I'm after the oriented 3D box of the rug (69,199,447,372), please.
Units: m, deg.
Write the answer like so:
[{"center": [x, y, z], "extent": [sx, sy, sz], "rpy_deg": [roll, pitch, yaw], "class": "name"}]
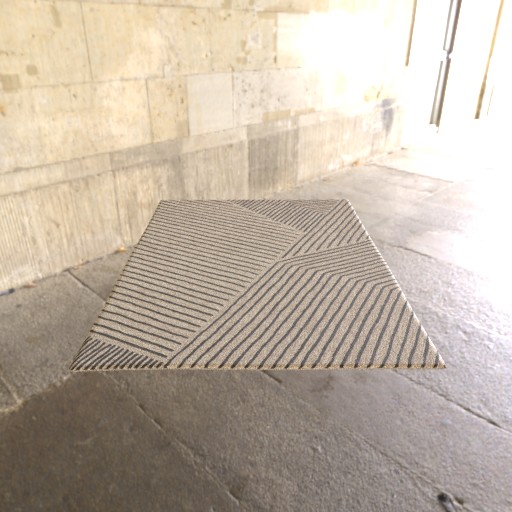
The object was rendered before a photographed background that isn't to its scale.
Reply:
[{"center": [0.000, 0.000, 3.223], "extent": [1.829, 0.028, 2.449], "rpy_deg": [0, 26, -1], "class": "rug"}]
